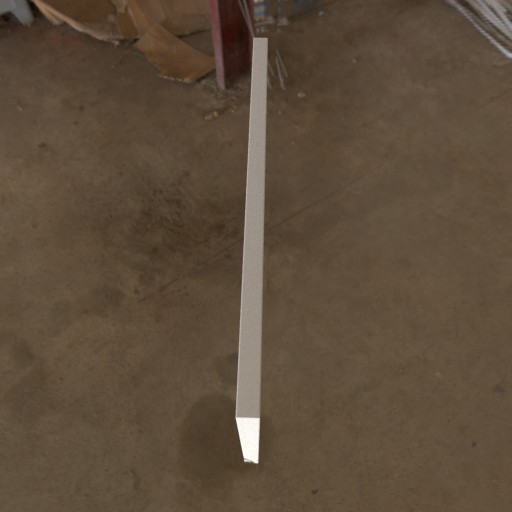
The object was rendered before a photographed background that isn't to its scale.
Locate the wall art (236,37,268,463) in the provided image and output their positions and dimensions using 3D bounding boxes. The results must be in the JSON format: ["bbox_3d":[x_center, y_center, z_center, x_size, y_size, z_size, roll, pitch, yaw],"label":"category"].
[{"bbox_3d":[0.000,0.000,1.124,0.038,0.601,0.898,1,59,1],"label":"wall art"}]
